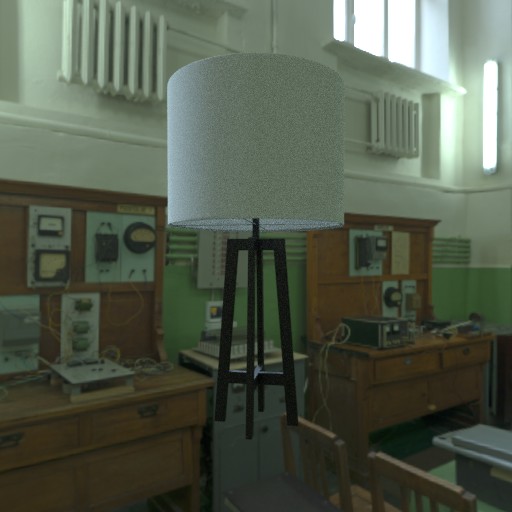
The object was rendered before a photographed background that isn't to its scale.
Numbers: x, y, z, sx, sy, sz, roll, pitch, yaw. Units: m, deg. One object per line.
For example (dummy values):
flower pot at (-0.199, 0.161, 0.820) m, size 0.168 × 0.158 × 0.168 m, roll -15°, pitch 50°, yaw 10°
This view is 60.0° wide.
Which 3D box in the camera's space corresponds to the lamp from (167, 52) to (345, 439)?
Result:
lamp at (0.000, 0.000, 0.653) m, size 0.257 × 0.489 × 0.257 m, roll 0°, pitch -1°, yaw -36°
